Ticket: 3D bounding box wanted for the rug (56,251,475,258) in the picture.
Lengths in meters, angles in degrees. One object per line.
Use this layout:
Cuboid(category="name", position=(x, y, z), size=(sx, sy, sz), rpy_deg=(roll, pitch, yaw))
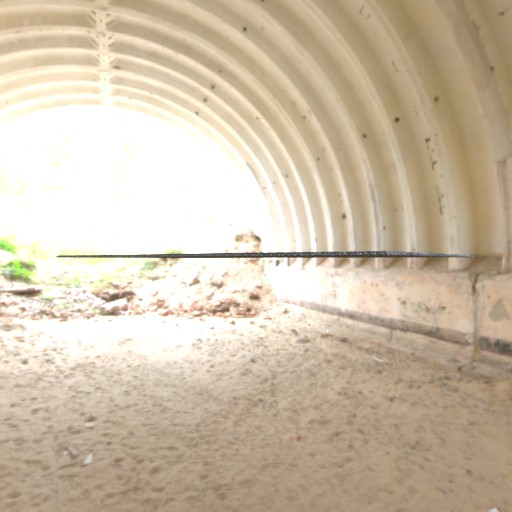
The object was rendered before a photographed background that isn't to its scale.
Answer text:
Cuboid(category="rug", position=(0.000, 0.000, 3.042), size=(2.443, 0.021, 1.538), rpy_deg=(0, -1, 37))
